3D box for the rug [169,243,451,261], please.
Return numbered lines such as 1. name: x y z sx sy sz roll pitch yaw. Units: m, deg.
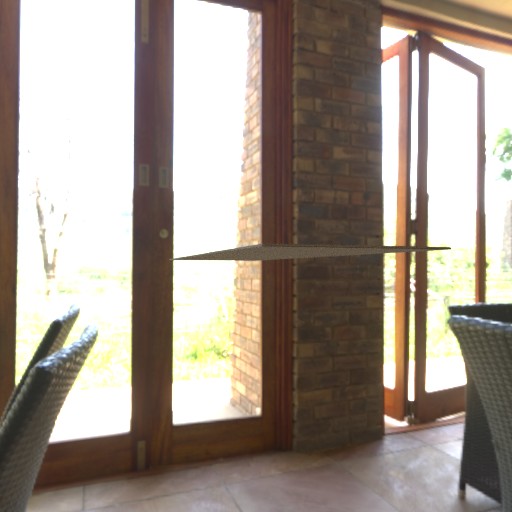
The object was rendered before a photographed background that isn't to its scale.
1. rug: 0.000 0.000 2.703 0.767 0.012 2.430 1 -2 -18
